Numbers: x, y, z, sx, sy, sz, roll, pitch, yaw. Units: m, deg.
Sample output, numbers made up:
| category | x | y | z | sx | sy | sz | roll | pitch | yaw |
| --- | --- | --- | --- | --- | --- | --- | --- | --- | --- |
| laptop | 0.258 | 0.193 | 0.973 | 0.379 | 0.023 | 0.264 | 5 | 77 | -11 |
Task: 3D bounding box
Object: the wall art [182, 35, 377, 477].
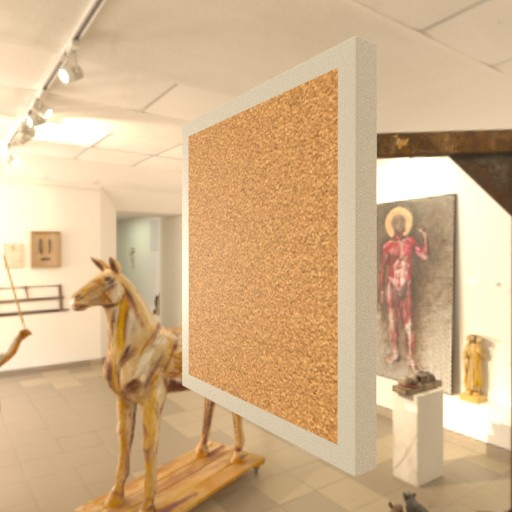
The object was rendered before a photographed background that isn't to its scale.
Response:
| category | x | y | z | sx | sy | sz | roll | pitch | yaw |
| --- | --- | --- | --- | --- | --- | --- | --- | --- | --- |
| wall art | 0.000 | 0.000 | 0.522 | 0.028 | 0.381 | 0.331 | 0 | 0 | -36 |
